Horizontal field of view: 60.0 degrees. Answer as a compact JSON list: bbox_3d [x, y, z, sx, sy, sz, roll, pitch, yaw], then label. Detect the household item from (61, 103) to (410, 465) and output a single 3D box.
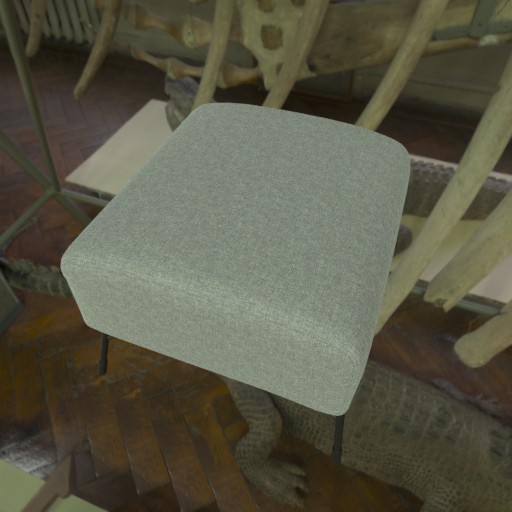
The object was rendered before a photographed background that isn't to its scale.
[{"bbox_3d":[0.000,0.000,0.899,0.530,0.410,0.530,16,49,14],"label":"household item"}]
